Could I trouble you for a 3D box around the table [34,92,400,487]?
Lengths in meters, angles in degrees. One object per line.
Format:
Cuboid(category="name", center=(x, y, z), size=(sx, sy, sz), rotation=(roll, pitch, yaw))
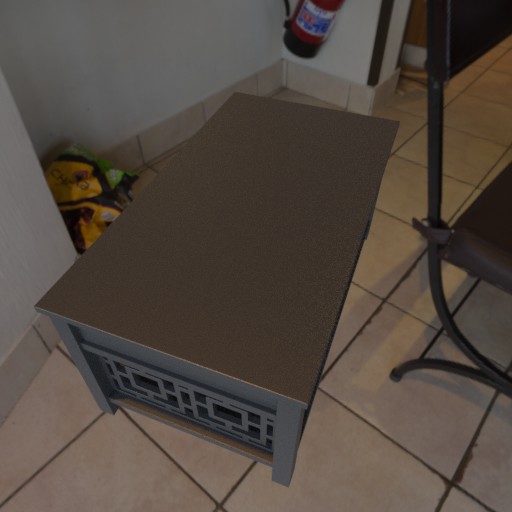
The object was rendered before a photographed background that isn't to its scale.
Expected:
Cuboid(category="table", center=(0.000, 0.000, 1.379), size=(0.612, 0.493, 1.068), rotation=(16, 47, 15))
